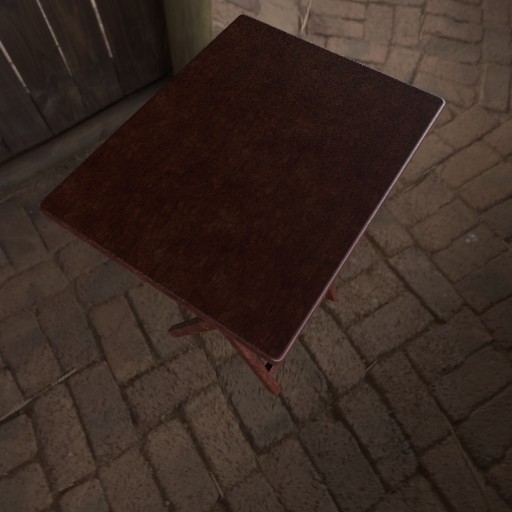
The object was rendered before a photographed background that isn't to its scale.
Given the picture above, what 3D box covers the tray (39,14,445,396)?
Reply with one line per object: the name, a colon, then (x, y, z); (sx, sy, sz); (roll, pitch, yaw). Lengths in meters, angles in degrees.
tray: (0.000, 0.000, 0.921); (0.381, 0.660, 0.483); (30, 67, 15)
